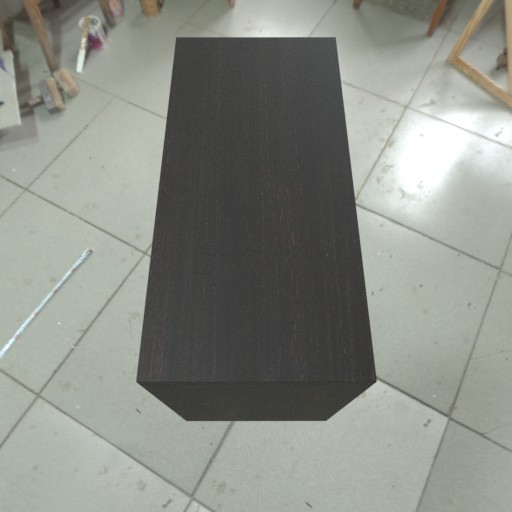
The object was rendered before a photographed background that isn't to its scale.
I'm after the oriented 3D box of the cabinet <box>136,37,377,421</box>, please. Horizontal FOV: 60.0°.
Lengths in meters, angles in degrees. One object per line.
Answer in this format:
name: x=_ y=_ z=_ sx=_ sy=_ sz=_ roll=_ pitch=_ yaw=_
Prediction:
cabinet: x=0.000 y=0.000 z=1.423 sx=0.451 sy=0.860 sz=0.950 roll=0 pitch=64 yaw=0
